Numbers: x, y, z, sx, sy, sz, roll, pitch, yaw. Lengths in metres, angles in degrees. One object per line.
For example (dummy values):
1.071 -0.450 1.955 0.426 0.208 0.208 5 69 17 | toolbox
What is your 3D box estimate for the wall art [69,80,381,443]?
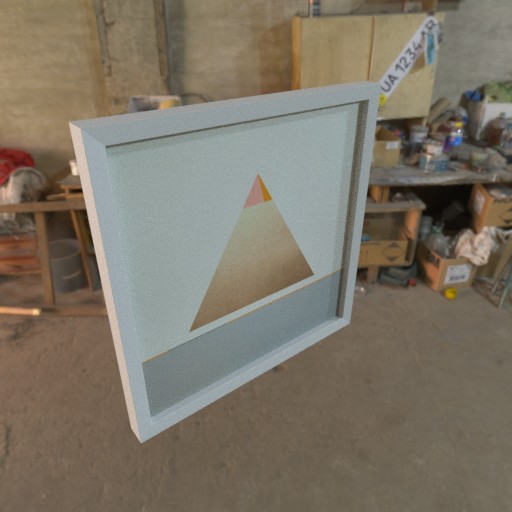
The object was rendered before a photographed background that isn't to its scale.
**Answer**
0.000 0.000 1.901 1.289 1.291 0.098 -21 36 -33 | wall art
